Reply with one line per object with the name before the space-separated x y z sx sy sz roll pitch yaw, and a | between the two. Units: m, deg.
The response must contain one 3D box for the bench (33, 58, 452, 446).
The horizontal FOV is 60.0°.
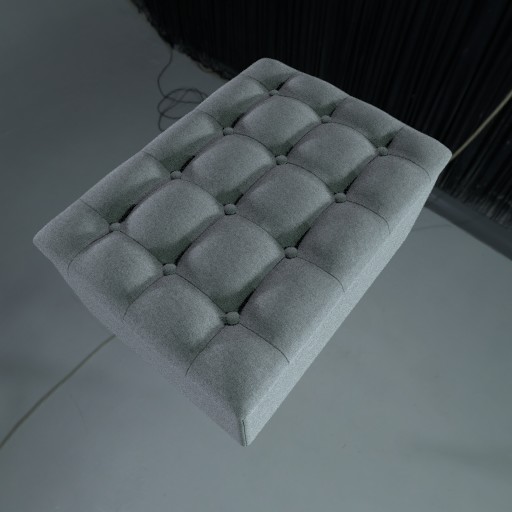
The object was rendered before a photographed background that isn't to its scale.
bench | 0.000 0.000 0.875 0.417 0.469 0.572 35 65 19
